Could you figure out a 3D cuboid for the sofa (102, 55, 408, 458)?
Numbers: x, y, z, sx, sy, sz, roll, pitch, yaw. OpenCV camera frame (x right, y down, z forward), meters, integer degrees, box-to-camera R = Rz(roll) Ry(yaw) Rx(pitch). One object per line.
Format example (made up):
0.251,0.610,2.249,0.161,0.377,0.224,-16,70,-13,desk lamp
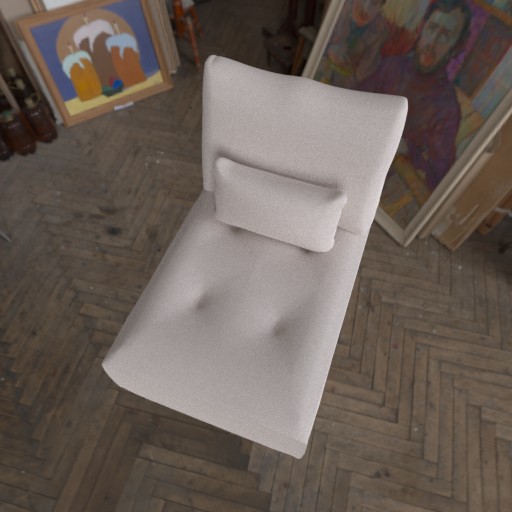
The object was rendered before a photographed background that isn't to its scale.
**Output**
0.000,0.000,1.518,0.700,0.820,1.000,17,59,11,sofa
